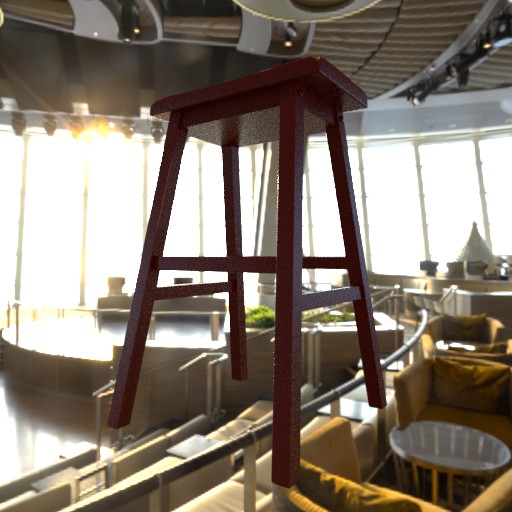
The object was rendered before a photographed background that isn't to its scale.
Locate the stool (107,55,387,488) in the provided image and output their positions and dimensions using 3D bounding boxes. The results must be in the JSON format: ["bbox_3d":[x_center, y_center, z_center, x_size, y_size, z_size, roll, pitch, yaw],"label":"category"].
[{"bbox_3d":[0.000,0.000,1.026,0.457,0.737,0.476,0,0,35],"label":"stool"}]
